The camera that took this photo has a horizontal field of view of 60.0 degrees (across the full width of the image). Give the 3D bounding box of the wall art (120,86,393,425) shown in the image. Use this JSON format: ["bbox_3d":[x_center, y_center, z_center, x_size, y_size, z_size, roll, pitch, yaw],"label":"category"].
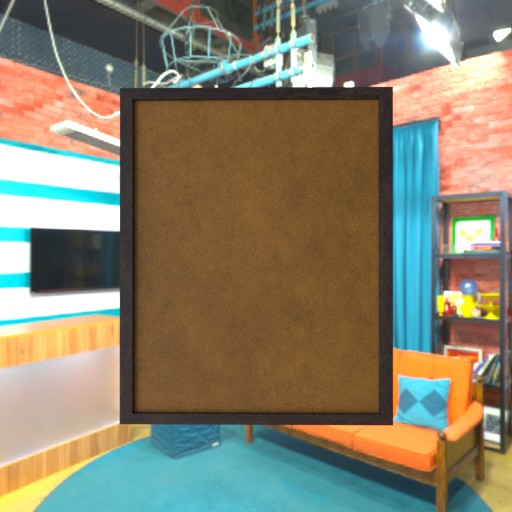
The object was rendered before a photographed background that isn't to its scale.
[{"bbox_3d":[0.000,0.000,0.546,0.329,0.406,0.027,0,0,1],"label":"wall art"}]
